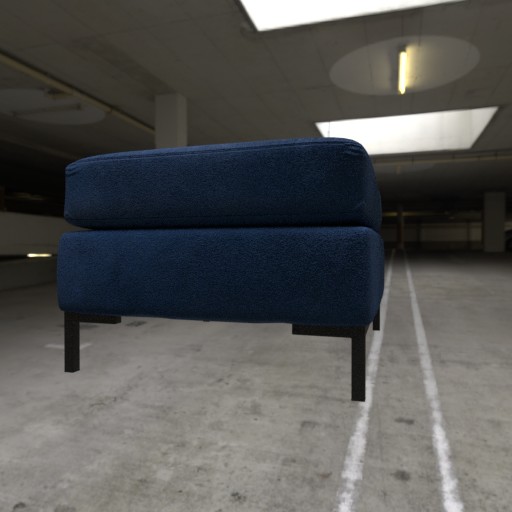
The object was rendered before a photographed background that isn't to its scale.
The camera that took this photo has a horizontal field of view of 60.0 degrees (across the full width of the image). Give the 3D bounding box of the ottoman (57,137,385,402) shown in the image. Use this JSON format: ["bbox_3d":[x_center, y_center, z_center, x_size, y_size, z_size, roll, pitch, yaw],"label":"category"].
[{"bbox_3d":[0.000,0.000,1.191,0.655,0.485,0.794,0,1,18],"label":"ottoman"}]
